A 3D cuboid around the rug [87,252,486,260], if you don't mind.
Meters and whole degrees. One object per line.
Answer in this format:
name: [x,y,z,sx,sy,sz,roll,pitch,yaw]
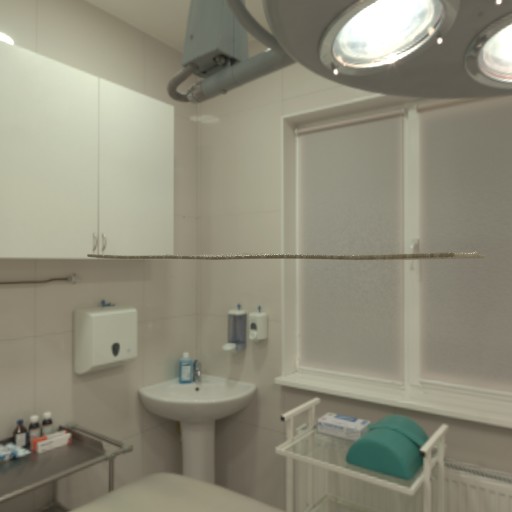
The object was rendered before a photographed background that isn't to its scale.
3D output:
rug: [0.000,0.000,2.753,2.452,0.051,0.752,0,-1,36]
